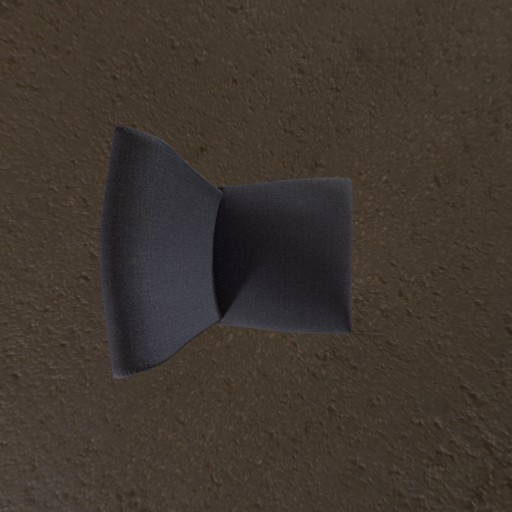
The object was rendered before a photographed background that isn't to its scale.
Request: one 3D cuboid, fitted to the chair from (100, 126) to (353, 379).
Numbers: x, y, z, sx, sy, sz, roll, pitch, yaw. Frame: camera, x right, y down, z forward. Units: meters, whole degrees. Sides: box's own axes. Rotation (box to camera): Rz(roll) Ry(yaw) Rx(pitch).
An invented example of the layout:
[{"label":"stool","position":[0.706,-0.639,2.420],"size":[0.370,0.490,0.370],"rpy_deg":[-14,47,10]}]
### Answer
[{"label":"chair","position":[0.000,0.000,1.355],"size":[0.608,0.988,0.513],"rpy_deg":[0,89,1]}]
